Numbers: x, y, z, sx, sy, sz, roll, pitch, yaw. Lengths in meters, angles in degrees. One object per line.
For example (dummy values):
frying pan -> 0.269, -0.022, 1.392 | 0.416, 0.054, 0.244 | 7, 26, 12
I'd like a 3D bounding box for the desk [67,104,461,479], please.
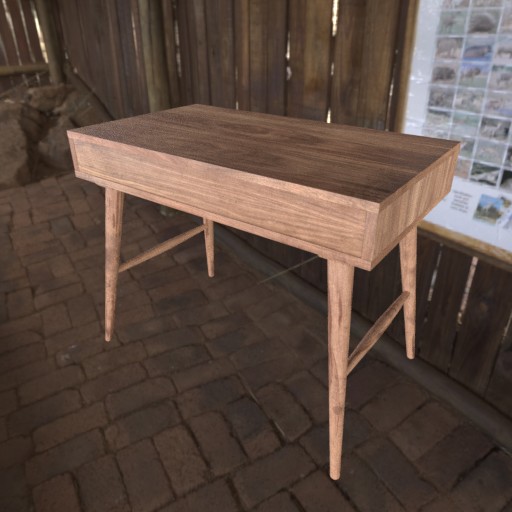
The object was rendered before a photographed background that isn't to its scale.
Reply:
desk -> 0.000, 0.000, 1.405 | 0.949, 0.758, 0.588 | 19, 34, 31
